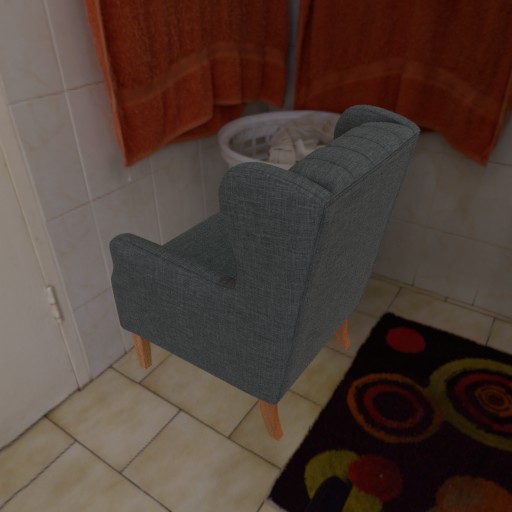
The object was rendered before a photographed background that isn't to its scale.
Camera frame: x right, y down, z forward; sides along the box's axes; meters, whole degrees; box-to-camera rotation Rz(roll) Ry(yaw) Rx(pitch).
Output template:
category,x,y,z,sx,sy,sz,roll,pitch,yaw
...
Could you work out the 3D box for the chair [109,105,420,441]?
category,x,y,z,sx,sy,sz,roll,pitch,yaw
chair,0.000,0.000,1.530,0.775,0.953,0.711,21,39,29
